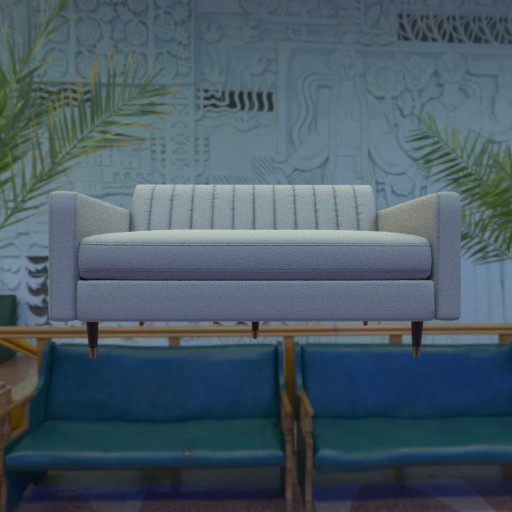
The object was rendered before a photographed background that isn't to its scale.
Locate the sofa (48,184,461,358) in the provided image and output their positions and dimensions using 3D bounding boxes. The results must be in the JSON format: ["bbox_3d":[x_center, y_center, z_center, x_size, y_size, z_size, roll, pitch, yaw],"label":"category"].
[{"bbox_3d":[0.000,0.000,2.134,1.585,0.801,0.950,0,0,-1],"label":"sofa"}]
